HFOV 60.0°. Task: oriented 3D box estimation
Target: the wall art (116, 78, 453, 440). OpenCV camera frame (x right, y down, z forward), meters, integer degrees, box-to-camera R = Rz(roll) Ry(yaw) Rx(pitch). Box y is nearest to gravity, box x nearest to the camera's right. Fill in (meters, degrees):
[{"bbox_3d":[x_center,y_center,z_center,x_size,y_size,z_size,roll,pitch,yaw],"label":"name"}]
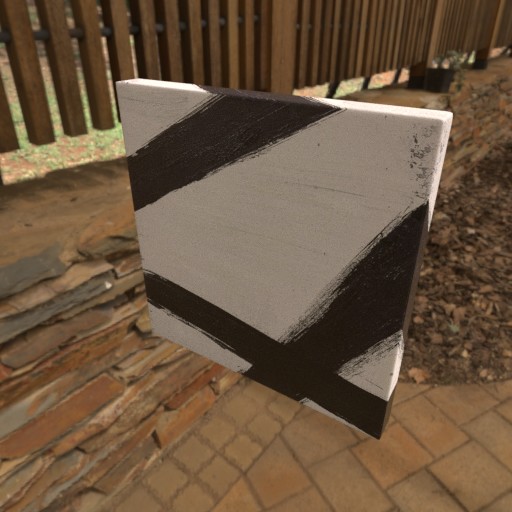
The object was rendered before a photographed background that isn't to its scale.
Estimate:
[{"bbox_3d":[0.000,0.000,0.729,0.507,0.508,0.050,18,34,29],"label":"wall art"}]
